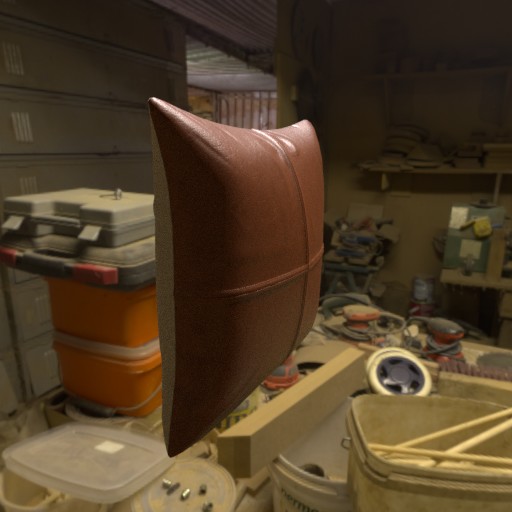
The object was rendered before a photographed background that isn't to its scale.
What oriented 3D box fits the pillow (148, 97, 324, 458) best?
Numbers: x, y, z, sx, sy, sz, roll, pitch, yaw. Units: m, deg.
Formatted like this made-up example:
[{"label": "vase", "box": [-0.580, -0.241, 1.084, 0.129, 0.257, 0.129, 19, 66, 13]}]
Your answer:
[{"label": "pillow", "box": [0.000, 0.000, 0.767, 0.192, 0.477, 0.501, 7, 16, 26]}]
